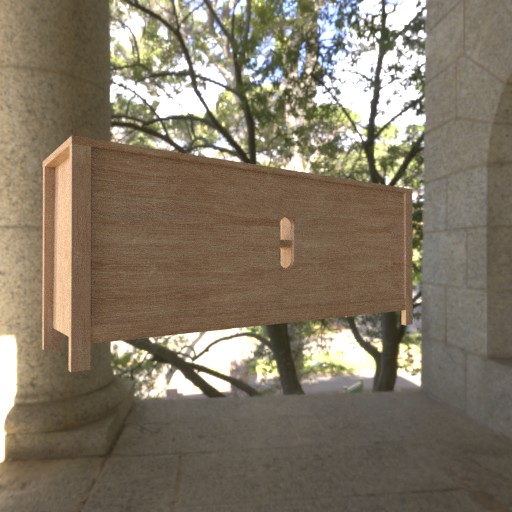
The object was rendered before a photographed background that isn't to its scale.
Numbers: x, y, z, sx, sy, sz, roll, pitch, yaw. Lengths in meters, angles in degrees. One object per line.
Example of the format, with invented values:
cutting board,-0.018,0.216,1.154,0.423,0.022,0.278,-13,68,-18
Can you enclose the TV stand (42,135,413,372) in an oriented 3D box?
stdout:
TV stand,0.000,0.000,1.731,1.466,0.610,0.398,0,-1,-36
